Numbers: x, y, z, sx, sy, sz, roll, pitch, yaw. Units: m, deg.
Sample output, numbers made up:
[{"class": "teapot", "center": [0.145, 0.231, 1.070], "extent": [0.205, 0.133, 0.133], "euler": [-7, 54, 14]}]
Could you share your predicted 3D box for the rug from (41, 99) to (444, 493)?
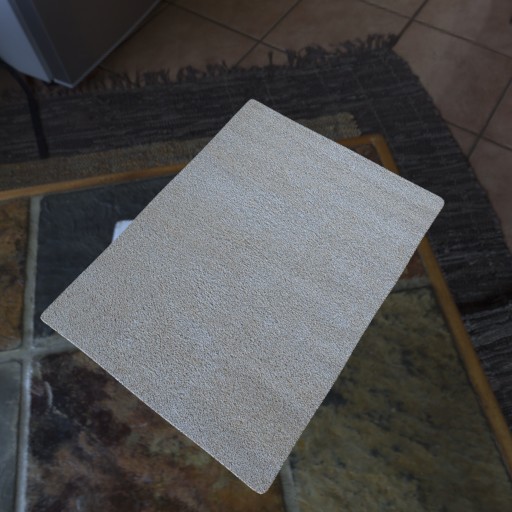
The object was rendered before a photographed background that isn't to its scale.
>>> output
[{"class": "rug", "center": [0.000, 0.000, 2.084], "extent": [1.199, 0.025, 1.600], "euler": [32, 68, 15]}]
